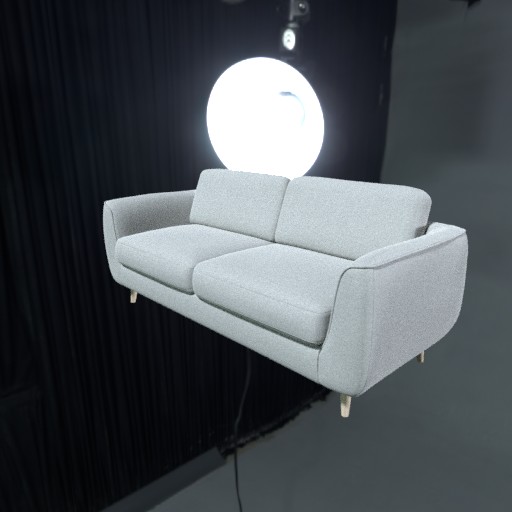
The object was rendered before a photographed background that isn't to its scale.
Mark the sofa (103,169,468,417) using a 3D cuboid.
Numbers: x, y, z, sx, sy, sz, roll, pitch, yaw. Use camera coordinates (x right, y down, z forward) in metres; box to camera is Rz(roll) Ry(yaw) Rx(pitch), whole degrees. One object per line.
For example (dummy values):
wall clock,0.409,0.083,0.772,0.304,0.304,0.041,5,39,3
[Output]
sofa,0.000,0.000,2.436,0.920,0.850,2.000,-14,21,-42
